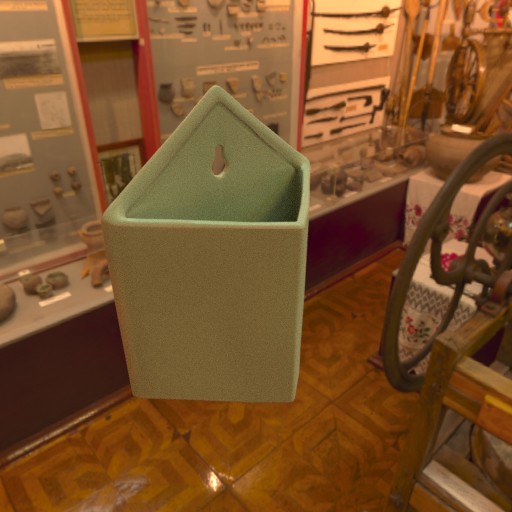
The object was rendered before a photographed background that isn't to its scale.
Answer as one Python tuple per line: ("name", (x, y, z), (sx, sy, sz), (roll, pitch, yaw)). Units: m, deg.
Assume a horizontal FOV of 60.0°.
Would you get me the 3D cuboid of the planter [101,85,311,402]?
("planter", (0.000, 0.000, 0.283), (0.164, 0.197, 0.079), (-23, 36, -34))
